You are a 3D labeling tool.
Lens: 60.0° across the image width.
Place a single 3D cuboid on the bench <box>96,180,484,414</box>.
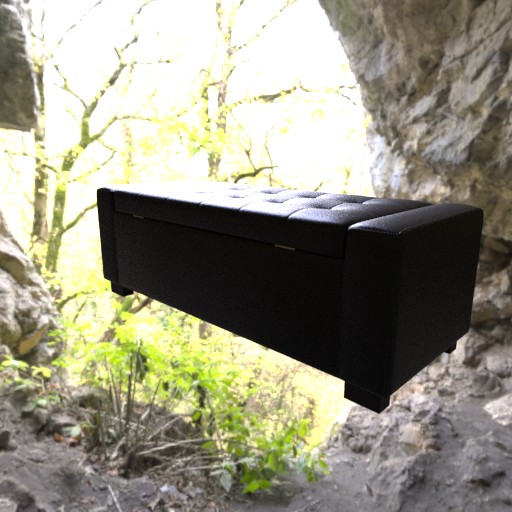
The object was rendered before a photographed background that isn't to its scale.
[{"bbox_3d":[0.000,0.000,1.541,1.296,0.445,0.508,14,20,42],"label":"bench"}]
